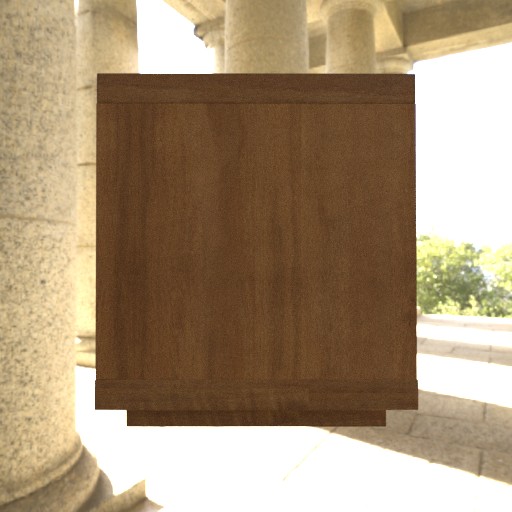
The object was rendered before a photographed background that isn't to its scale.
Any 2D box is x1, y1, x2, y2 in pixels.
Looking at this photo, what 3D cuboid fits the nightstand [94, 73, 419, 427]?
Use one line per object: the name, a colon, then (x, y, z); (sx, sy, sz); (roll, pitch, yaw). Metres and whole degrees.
nightstand: (0.000, 0.000, 0.842); (0.436, 0.491, 0.493); (0, -1, 0)
